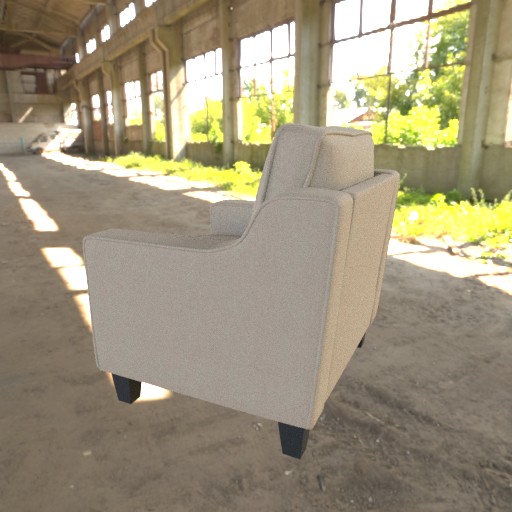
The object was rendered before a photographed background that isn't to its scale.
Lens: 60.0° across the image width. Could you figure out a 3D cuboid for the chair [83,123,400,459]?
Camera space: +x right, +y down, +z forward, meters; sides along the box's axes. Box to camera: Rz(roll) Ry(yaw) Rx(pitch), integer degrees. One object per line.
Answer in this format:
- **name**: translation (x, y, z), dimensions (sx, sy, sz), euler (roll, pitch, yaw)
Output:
- **chair**: translation (0.000, 0.000, 1.677), dimensions (0.882, 0.948, 0.922), euler (7, 17, 25)
